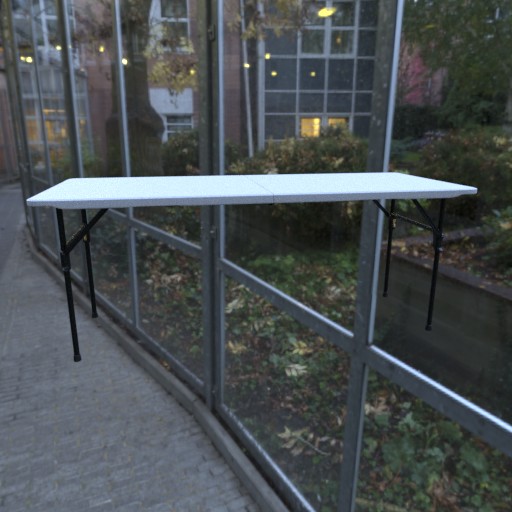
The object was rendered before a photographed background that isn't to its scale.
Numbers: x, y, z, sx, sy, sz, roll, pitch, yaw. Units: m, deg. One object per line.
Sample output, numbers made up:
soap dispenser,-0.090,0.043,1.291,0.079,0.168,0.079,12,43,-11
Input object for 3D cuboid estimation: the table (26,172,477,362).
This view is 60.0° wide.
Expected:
table,0.000,0.000,2.192,1.829,0.719,0.761,-3,16,-10
